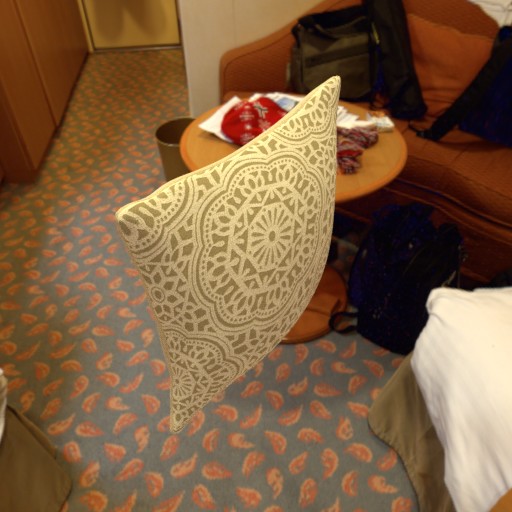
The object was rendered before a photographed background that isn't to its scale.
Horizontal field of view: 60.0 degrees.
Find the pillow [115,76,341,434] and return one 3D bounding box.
[{"bbox_3d":[0.000,0.000,0.667,0.167,0.421,0.438,25,47,25],"label":"pillow"}]
